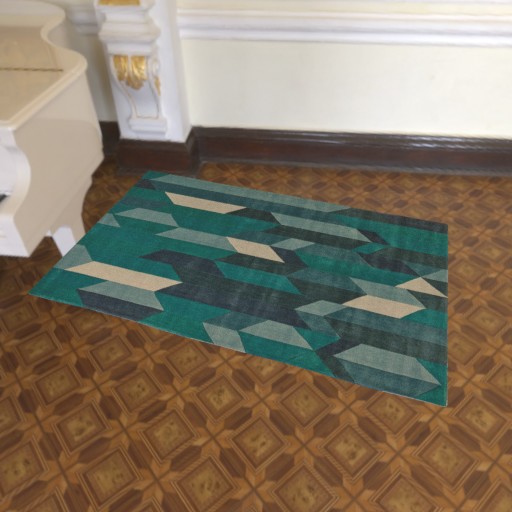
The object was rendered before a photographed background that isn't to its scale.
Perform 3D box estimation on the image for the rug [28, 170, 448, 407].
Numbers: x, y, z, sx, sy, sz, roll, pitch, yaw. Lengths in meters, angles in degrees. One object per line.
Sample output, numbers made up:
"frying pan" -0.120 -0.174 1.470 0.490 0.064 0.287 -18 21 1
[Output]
"rug" 0.000 0.000 2.944 2.420 0.005 1.528 12 43 14
